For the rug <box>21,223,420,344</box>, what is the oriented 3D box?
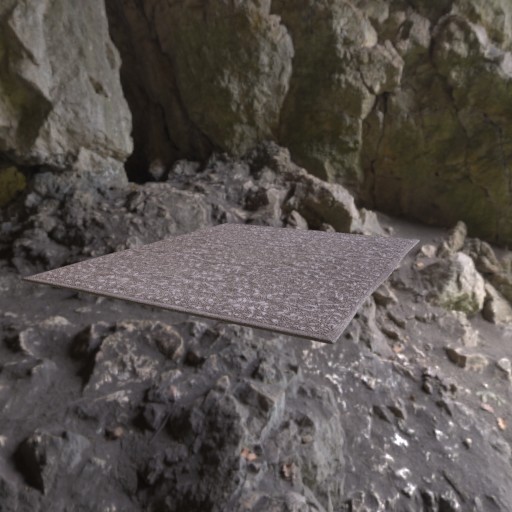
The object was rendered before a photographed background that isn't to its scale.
[{"bbox_3d":[0.000,0.000,4.108,2.472,0.035,3.017,7,15,27],"label":"rug"}]
